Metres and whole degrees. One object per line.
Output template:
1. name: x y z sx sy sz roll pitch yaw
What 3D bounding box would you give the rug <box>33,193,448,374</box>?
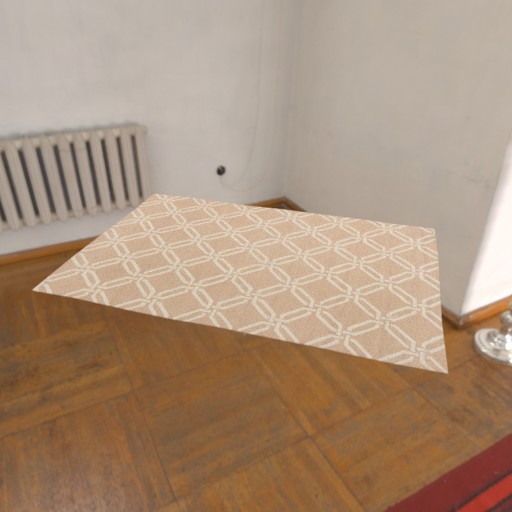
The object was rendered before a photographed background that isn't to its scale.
1. rug: 0.000 0.000 2.213 1.745 0.010 1.146 9 32 14
